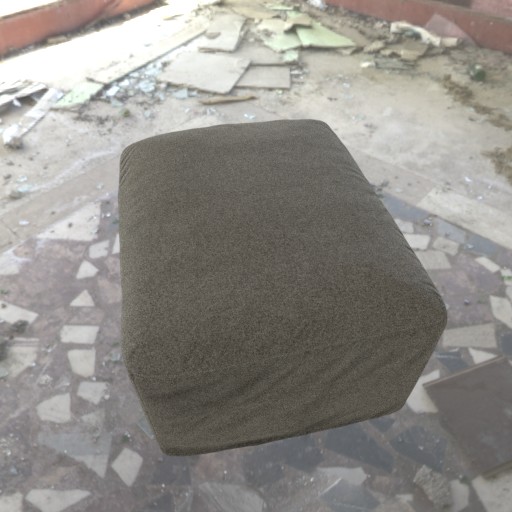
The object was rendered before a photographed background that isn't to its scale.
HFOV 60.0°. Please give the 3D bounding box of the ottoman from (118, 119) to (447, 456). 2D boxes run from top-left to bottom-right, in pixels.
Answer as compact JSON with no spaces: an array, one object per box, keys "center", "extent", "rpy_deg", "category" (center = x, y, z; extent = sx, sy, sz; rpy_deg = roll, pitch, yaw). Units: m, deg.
[{"center":[0.000,0.000,1.220],"extent":[0.683,0.481,0.837],"rpy_deg":[-9,48,-9],"category":"ottoman"}]
